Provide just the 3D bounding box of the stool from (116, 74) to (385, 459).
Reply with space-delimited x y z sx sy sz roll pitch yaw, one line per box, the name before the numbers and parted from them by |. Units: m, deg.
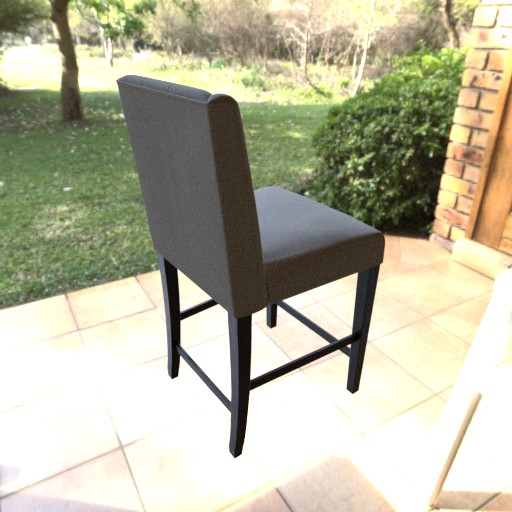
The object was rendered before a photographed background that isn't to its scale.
stool | 0.000 0.000 1.229 0.509 0.939 0.474 -19 33 -32
